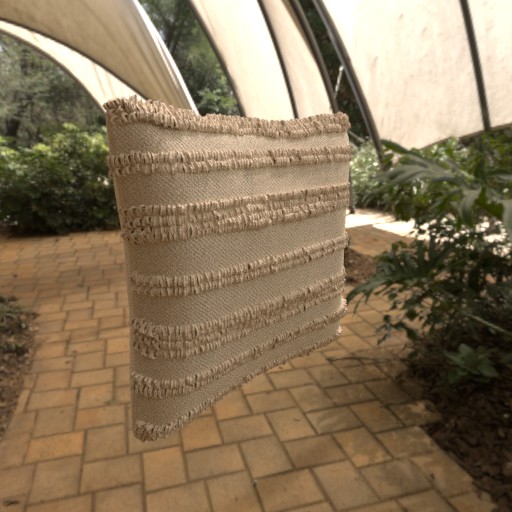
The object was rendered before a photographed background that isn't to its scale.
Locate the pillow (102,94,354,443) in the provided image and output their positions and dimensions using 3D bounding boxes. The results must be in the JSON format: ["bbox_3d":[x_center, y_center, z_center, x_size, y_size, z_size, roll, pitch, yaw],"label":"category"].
[{"bbox_3d":[0.000,0.000,0.652,0.145,0.427,0.437,15,21,43],"label":"pillow"}]
